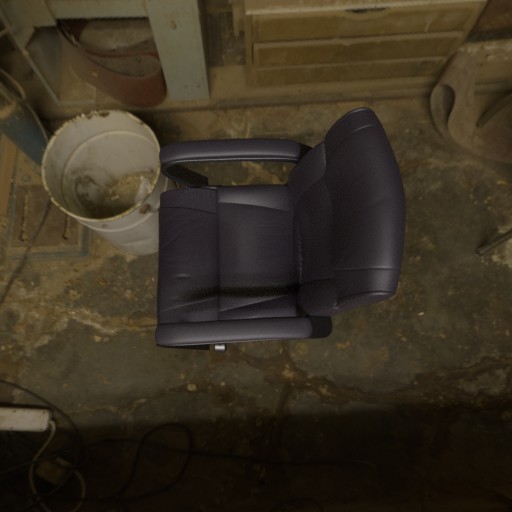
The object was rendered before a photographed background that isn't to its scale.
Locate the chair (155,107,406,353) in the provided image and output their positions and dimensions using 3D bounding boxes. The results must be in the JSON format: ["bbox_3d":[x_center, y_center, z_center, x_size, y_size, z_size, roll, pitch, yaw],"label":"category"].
[{"bbox_3d":[0.000,0.000,1.411,0.641,0.998,0.576,-2,75,-1],"label":"chair"}]
